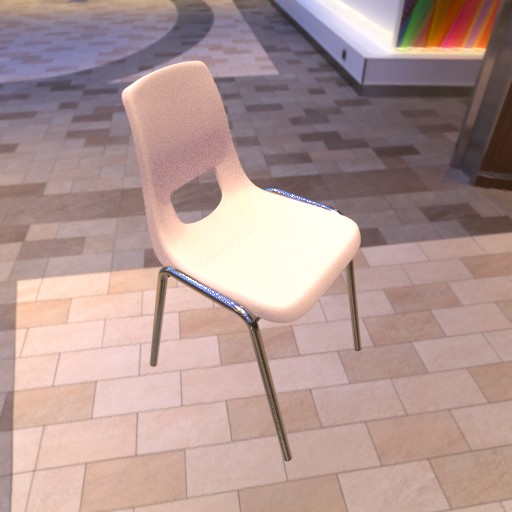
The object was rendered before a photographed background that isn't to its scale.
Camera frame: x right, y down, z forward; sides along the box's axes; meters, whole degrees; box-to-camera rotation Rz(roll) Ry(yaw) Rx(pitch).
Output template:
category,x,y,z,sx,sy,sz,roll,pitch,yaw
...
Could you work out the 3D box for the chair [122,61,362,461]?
category,x,y,z,sx,sy,sz,roll,pitch,yaw
chair,0.000,0.000,0.948,0.436,0.704,0.381,24,45,26
